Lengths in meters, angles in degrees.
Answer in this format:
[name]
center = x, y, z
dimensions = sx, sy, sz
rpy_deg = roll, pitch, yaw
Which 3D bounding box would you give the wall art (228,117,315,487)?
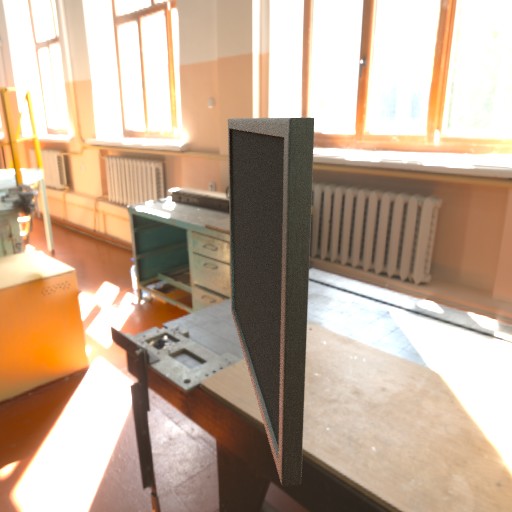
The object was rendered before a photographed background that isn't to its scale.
[wall art]
center = 0.000, 0.000, 0.770
dimensions = 0.028, 0.457, 0.556
rpy_deg = -3, 17, -9
